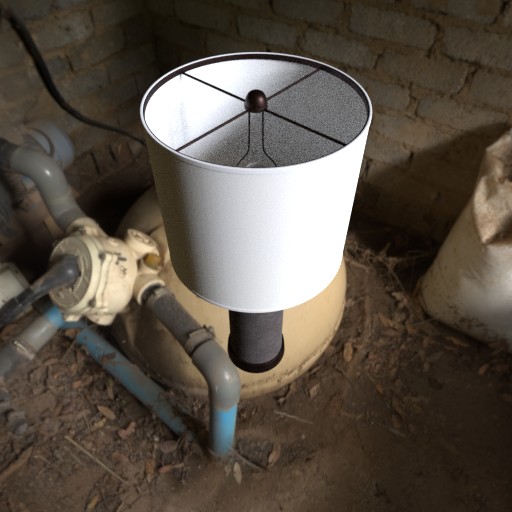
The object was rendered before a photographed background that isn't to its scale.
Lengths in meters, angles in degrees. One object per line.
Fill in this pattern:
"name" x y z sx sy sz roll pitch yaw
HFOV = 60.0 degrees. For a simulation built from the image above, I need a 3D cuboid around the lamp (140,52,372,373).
"lamp" 0.000 0.000 0.804 0.301 0.630 0.301 -3 47 -2
